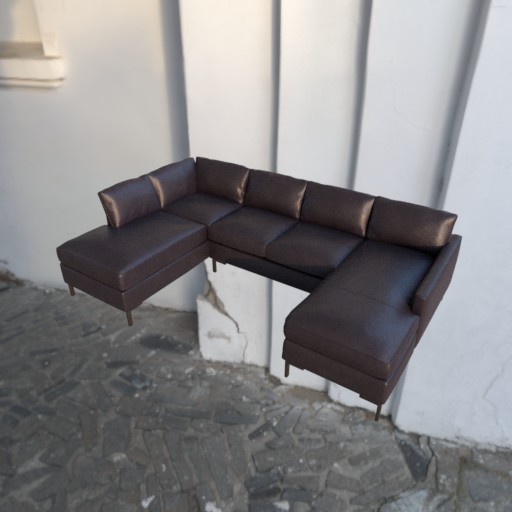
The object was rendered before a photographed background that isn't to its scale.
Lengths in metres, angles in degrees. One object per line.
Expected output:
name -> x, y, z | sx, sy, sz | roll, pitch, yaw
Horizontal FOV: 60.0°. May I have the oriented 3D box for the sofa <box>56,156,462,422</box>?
sofa -> 0.000, 0.000, 3.868 | 2.956, 0.900, 1.939 | 19, 35, 29
